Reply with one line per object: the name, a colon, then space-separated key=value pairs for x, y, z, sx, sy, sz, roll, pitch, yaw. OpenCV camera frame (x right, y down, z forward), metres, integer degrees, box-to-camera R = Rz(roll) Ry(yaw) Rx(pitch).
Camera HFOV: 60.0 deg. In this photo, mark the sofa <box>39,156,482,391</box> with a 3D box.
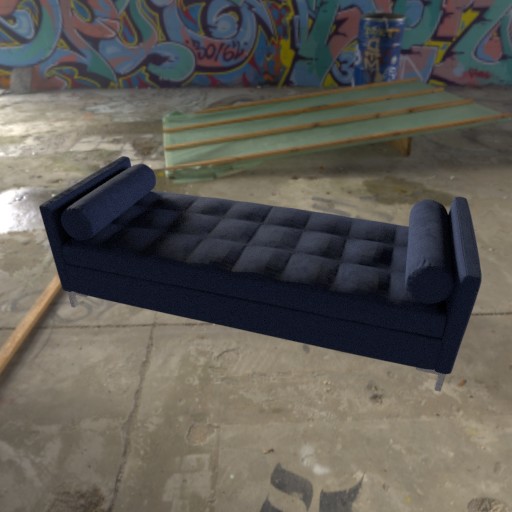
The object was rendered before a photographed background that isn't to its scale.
sofa: x=0.000 y=0.000 z=2.444 sx=2.102 sy=0.657 sz=0.797 roll=10 pitch=34 yaw=15
